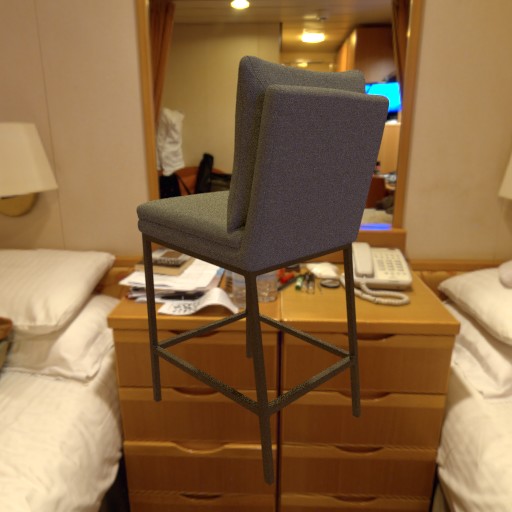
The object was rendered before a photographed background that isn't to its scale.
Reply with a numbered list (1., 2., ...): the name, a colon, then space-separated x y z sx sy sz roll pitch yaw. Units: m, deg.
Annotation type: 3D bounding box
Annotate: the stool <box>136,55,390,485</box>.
1. stool: 0.000 0.000 1.319 0.463 1.031 0.569 -15 22 -42
